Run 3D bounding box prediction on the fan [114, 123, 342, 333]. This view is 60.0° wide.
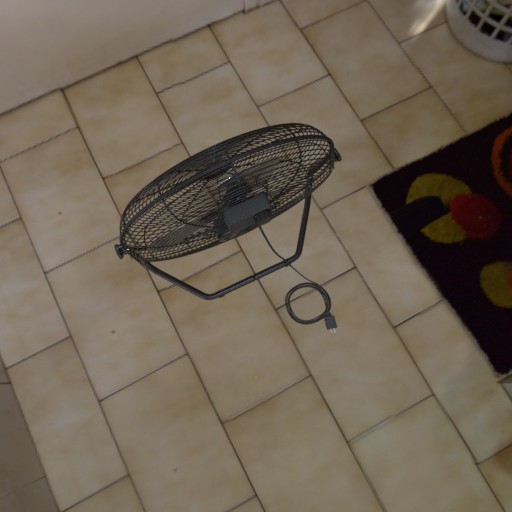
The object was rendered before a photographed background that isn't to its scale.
[{"bbox_3d":[0.000,0.000,0.945,0.555,0.546,0.424,-25,76,-7],"label":"fan"}]
